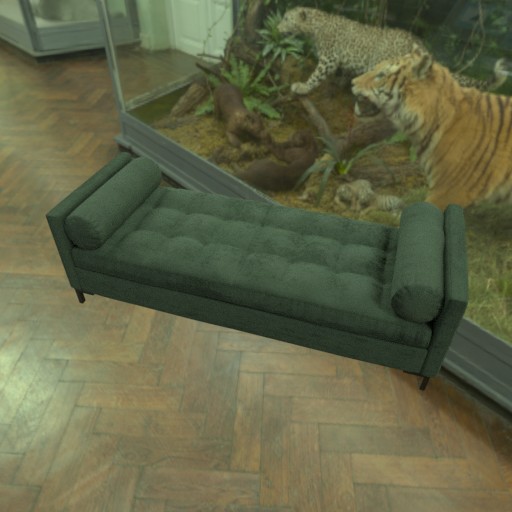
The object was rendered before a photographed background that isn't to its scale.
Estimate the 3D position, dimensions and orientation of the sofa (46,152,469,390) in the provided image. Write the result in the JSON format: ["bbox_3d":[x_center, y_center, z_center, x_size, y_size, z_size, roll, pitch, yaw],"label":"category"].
[{"bbox_3d":[0.000,0.000,2.556,2.130,0.681,0.817,12,41,14],"label":"sofa"}]
